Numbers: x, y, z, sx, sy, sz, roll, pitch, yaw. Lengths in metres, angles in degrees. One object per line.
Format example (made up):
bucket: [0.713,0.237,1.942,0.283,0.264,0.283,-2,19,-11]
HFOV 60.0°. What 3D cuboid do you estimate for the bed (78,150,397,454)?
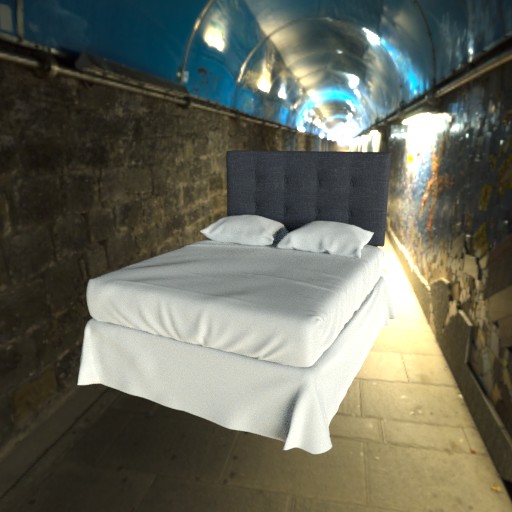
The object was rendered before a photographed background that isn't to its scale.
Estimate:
bed: [0.000,0.000,3.505,1.936,1.577,2.222,7,16,26]
